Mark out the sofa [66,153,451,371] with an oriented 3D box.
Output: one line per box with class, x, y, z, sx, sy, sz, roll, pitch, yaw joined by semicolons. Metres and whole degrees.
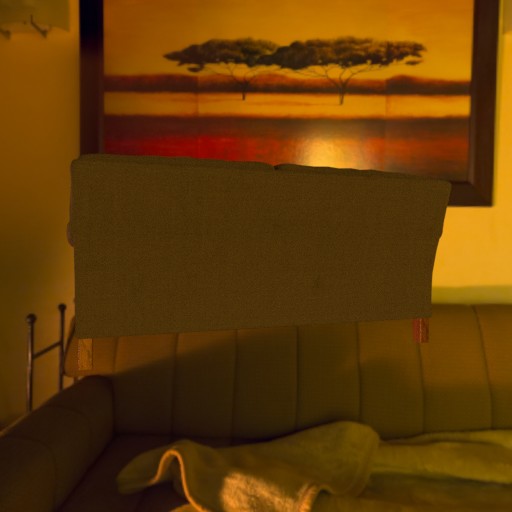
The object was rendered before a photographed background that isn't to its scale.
sofa;0.000;0.000;2.805;2.165;1.087;1.086;0;1;-18
